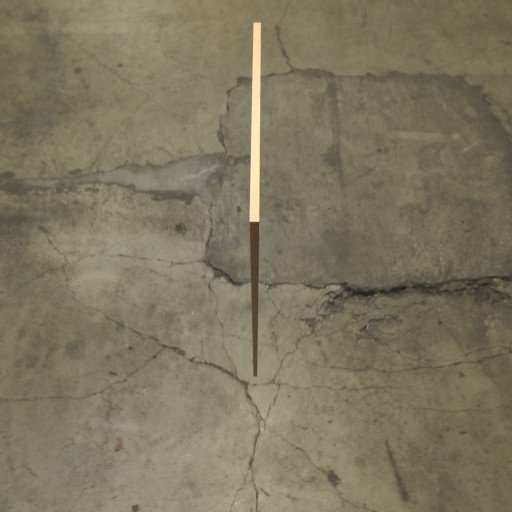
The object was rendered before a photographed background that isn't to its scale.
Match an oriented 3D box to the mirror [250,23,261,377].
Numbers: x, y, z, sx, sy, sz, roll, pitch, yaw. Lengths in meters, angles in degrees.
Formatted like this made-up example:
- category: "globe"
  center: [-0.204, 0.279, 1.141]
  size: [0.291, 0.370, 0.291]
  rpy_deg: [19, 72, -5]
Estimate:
- category: "mirror"
  center: [0.000, 0.000, 2.281]
  size: [0.026, 2.031, 0.812]
  rpy_deg: [1, 63, 0]
